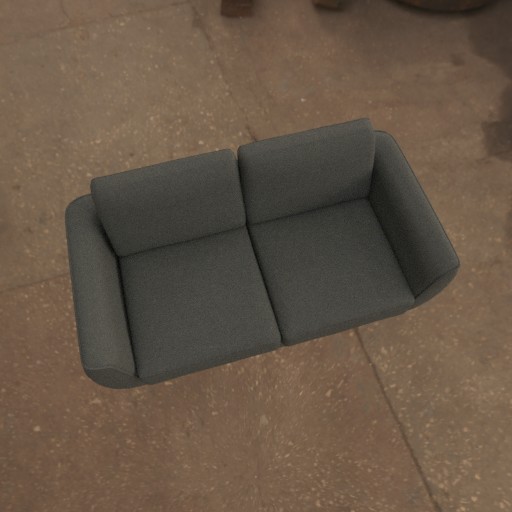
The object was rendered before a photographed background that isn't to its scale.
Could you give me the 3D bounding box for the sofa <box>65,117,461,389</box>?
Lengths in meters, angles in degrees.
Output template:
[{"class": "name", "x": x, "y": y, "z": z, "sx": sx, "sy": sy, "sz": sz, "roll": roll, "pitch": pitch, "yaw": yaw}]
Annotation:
[{"class": "sofa", "x": 0.000, "y": 0.000, "z": 2.210, "sx": 1.700, "sy": 0.850, "sz": 0.920, "roll": -14, "pitch": 64, "yaw": -7}]
